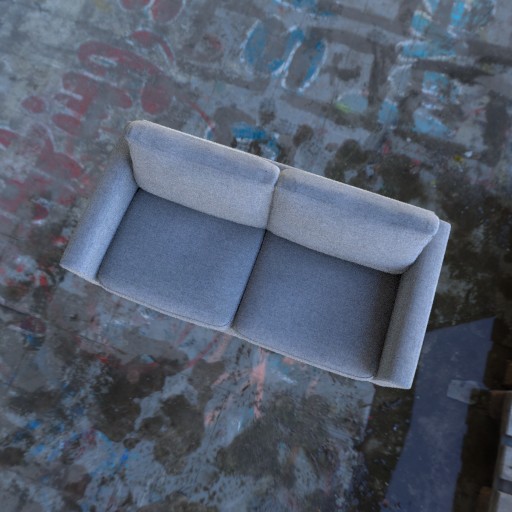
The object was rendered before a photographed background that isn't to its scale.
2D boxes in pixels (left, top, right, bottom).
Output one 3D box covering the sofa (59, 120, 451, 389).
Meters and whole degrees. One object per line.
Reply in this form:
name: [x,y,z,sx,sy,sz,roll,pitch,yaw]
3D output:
sofa: [0.000,0.000,2.578,1.978,0.892,0.969,19,76,5]
